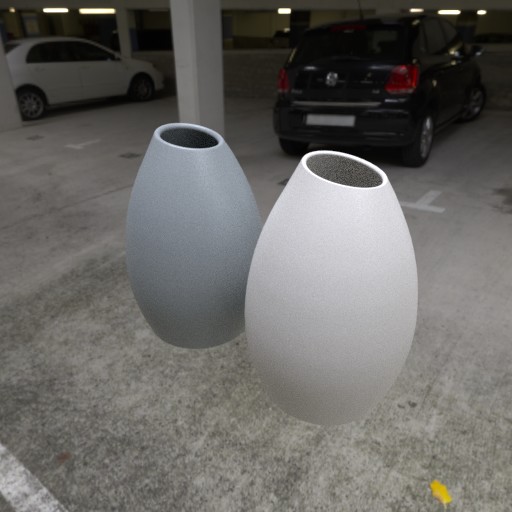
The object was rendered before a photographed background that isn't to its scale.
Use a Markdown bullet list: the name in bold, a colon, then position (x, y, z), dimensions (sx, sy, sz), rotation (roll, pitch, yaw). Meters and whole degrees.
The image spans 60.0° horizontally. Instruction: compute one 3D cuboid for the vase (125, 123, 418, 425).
- **vase**: position (0.000, 0.000, 0.256), dimensions (0.187, 0.131, 0.089), rotation (21, 35, 32)
